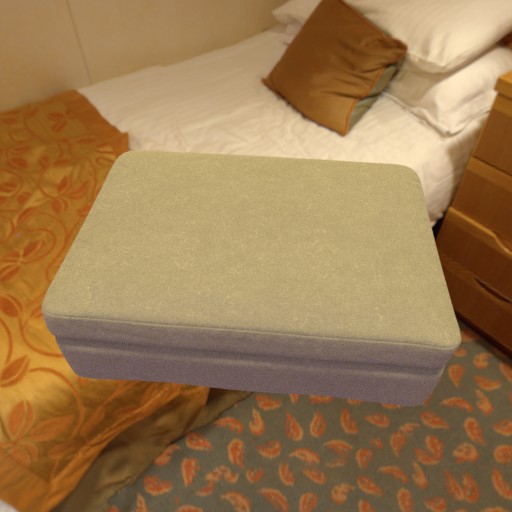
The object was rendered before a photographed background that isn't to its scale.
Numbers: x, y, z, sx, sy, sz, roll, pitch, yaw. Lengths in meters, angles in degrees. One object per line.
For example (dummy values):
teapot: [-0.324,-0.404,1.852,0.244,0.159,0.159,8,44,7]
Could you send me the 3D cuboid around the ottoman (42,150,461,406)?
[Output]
ottoman: [0.000,0.000,1.569,1.199,0.429,0.840,4,47,4]
